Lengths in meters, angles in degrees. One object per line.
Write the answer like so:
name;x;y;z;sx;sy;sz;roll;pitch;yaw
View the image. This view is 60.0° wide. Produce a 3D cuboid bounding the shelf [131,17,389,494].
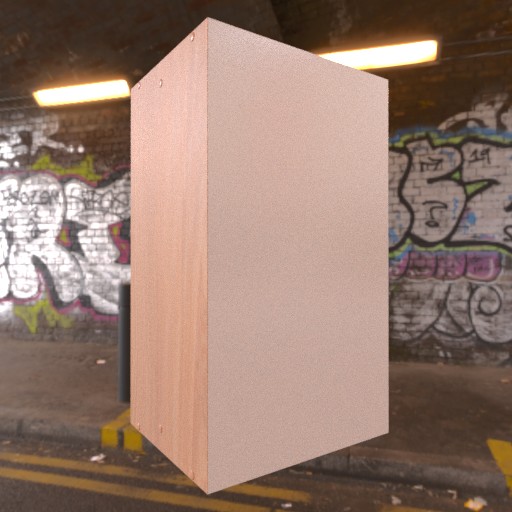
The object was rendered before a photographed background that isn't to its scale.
shelf;0.000;0.000;0.774;0.350;0.600;0.290;0;0;-34
